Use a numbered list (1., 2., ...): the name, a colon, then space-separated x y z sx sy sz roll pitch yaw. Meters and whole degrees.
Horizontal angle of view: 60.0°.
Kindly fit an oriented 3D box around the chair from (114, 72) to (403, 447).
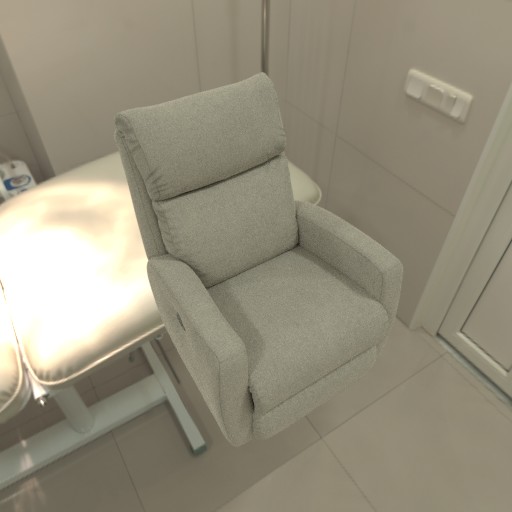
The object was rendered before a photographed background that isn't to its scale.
1. chair: 0.000 0.000 1.695 0.794 1.021 0.940 -25 50 -22
